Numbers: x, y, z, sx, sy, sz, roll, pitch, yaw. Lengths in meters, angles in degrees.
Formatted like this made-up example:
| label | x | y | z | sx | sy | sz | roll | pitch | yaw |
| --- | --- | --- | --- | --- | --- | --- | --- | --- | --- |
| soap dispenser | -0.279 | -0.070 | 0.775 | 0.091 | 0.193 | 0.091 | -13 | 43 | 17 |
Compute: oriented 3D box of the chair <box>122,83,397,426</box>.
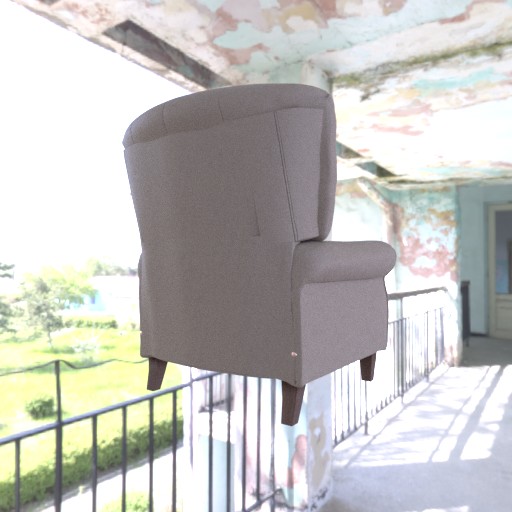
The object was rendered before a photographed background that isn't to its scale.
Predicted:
| label | x | y | z | sx | sy | sz | roll | pitch | yaw |
| --- | --- | --- | --- | --- | --- | --- | --- | --- | --- |
| chair | 0.000 | 0.000 | 1.922 | 0.999 | 1.138 | 1.041 | -1 | -1 | 36 |
